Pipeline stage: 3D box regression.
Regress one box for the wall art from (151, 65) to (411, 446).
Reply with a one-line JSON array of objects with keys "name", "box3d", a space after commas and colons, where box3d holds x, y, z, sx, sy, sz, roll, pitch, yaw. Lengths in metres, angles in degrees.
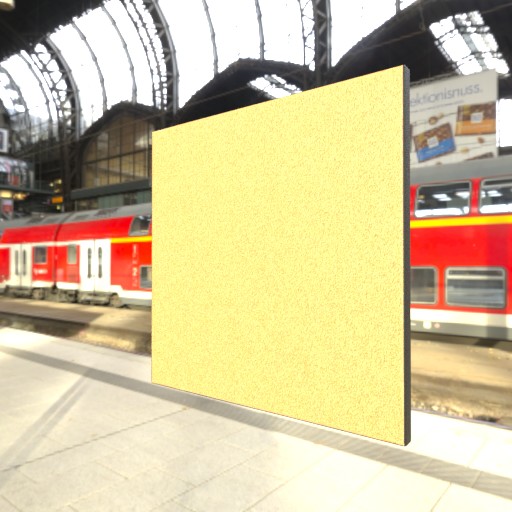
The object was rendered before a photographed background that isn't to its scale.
[{"name": "wall art", "box3d": [0.000, 0.000, 0.668, 0.456, 0.453, 0.022, -1, -1, 37]}]
